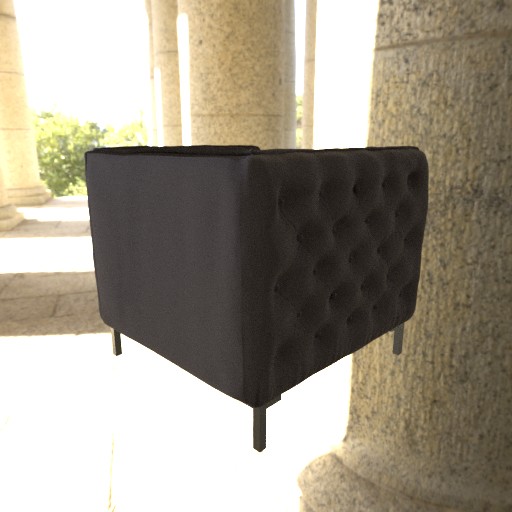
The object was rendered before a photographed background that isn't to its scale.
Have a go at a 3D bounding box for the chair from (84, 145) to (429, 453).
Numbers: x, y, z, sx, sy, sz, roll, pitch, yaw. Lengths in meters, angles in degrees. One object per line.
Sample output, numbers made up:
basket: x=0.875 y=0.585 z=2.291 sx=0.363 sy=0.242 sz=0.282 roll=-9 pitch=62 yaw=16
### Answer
chair: x=0.000 y=0.000 z=1.672 sx=0.946 sy=0.807 sz=0.913 roll=14 pitch=20 yaw=43
